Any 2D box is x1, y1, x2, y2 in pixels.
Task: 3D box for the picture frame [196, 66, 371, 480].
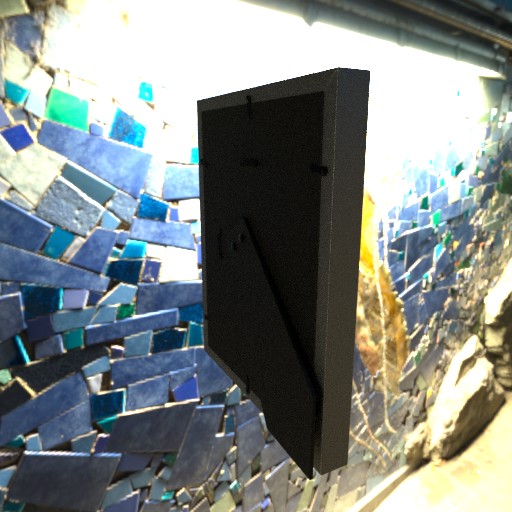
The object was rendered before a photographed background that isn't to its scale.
[{"bbox_3d":[0.000,0.000,0.396,0.036,0.282,0.233,-7,16,-27],"label":"picture frame"}]
